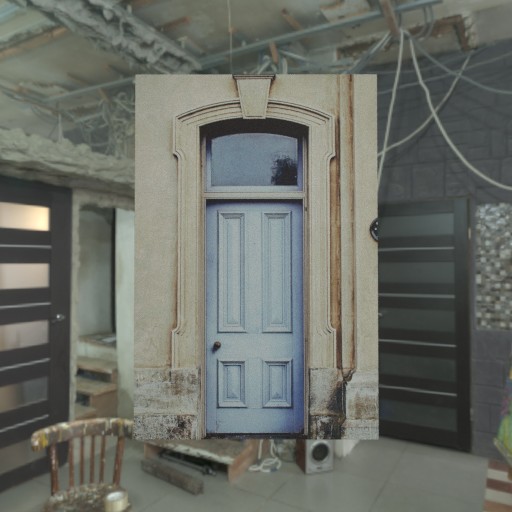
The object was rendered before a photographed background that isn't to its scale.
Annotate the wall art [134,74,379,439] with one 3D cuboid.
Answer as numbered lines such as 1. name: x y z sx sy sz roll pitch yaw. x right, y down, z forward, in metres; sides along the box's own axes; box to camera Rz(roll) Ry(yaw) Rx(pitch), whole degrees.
1. wall art: 0.000 0.000 0.481 0.254 0.381 0.038 0 -1 0
